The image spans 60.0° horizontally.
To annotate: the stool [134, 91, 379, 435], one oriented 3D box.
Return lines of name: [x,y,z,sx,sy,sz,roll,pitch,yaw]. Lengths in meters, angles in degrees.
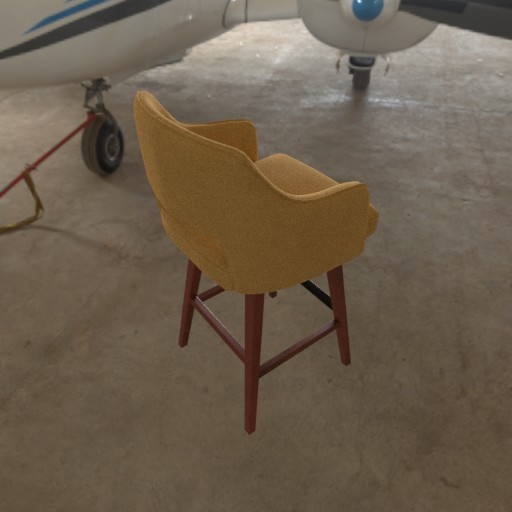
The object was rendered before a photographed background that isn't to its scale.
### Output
stool: [0.000,0.000,1.370,0.558,1.012,0.548,-26,46,-27]
